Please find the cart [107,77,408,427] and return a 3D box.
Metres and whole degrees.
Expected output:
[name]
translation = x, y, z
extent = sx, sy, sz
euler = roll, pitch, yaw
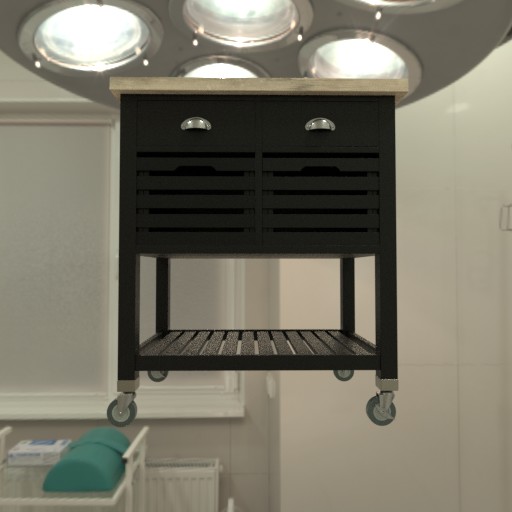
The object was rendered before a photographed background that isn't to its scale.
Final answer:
[cart]
translation = 0.000, 0.000, 1.434
extent = 0.797, 0.920, 0.567
euler = 0, -2, -1
